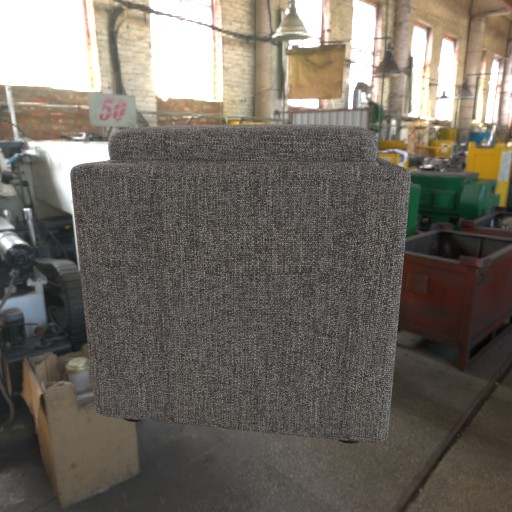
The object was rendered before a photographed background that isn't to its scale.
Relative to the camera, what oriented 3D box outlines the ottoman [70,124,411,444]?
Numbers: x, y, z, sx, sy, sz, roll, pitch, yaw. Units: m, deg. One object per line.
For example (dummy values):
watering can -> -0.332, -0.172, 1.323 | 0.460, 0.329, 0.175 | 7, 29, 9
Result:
ottoman -> 0.000, 0.000, 0.816 | 0.450, 0.460, 0.450 | 2, 15, 8
